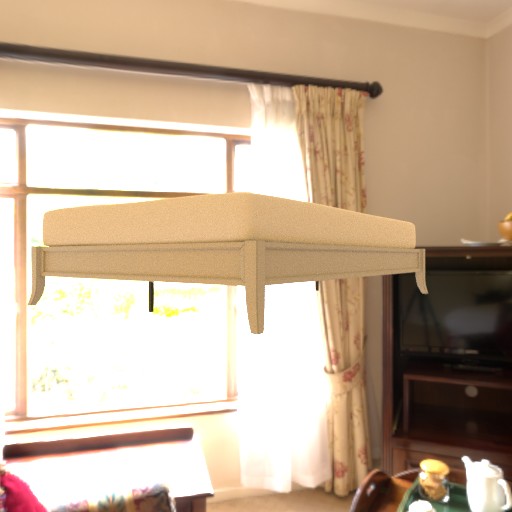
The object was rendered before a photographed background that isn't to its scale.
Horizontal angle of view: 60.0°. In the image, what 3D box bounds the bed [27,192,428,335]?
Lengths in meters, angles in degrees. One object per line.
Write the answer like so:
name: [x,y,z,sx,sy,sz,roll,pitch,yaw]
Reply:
bed: [0.000,0.000,2.646,1.460,0.510,1.985,0,0,36]
